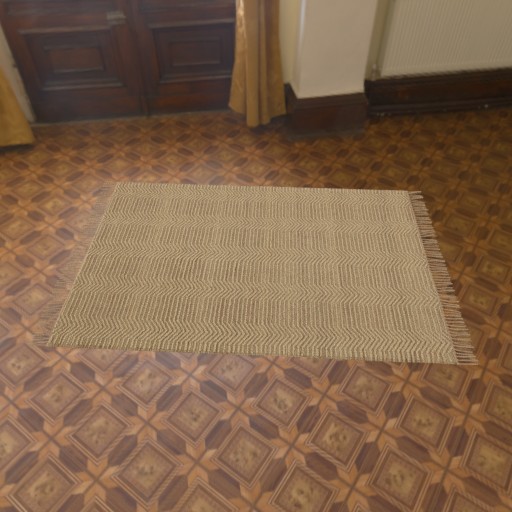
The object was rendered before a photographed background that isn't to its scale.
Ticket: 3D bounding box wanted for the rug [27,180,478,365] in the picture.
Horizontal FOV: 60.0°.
[{"bbox_3d":[0.000,0.000,2.973,2.523,0.034,1.528,2,46,2],"label":"rug"}]
